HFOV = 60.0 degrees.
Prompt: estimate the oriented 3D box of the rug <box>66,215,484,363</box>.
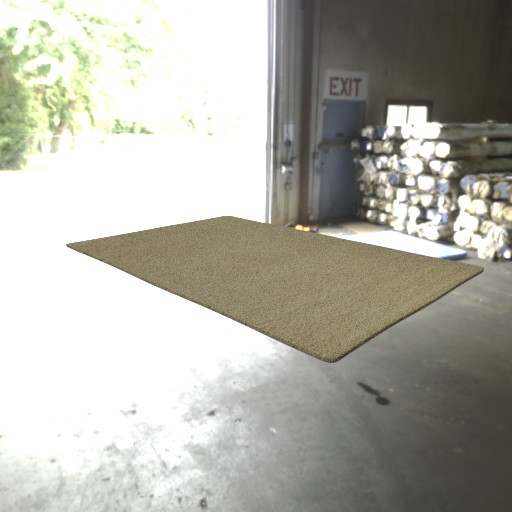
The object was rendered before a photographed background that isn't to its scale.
[{"bbox_3d":[0.000,0.000,3.360,1.801,0.024,2.700,-16,22,-43],"label":"rug"}]
